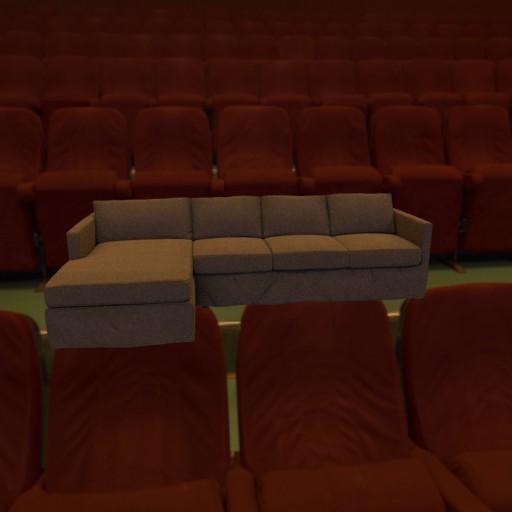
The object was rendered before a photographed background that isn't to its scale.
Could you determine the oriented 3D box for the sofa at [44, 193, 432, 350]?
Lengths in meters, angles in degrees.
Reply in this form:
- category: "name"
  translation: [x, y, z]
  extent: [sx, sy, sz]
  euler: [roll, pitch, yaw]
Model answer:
- category: "sofa"
  translation: [0.000, 0.000, 3.960]
  extent: [3.205, 0.922, 1.650]
  euler: [-2, 15, -7]
